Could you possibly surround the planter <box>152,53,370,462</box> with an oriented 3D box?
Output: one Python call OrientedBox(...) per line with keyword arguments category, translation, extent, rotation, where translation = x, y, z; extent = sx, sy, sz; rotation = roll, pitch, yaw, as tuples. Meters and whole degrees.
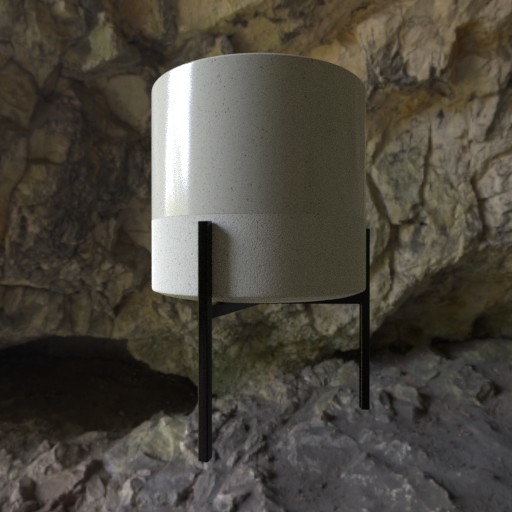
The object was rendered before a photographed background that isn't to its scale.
OrientedBox(category="planter", translation=(0.000, 0.000, 0.327), extent=(0.152, 0.230, 0.159), rotation=(0, 0, -36))
